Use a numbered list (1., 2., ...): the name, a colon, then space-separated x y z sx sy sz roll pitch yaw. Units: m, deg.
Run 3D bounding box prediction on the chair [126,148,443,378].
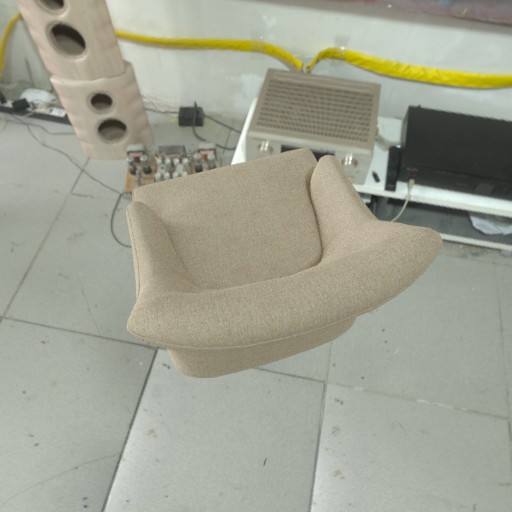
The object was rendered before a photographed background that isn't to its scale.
1. chair: 0.000 0.000 1.604 0.864 0.856 0.923 -15 60 -9
